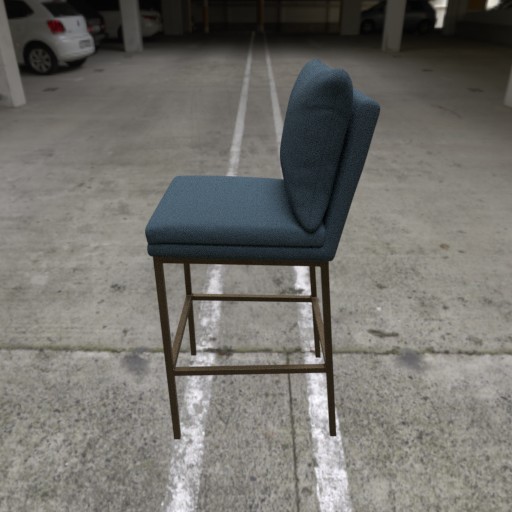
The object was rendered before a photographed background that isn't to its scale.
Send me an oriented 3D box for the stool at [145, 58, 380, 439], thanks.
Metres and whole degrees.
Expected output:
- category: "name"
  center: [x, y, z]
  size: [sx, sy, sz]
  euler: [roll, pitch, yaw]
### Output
- category: "stool"
  center: [0.000, 0.000, 1.401]
  size: [0.568, 1.124, 0.463]
  euler: [0, 27, 0]
